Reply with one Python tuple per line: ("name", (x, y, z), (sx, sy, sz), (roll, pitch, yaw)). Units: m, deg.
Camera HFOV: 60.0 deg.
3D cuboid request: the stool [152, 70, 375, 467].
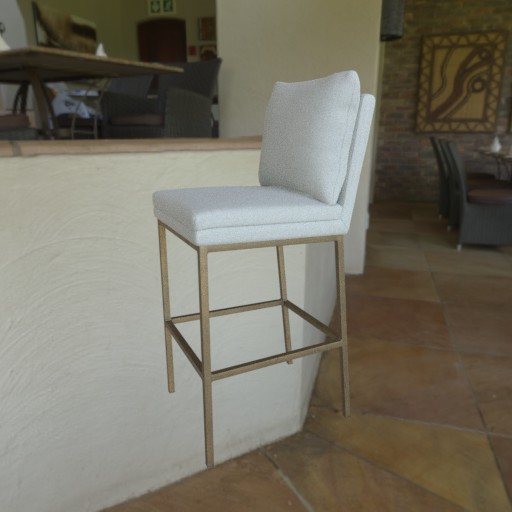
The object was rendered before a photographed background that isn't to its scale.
("stool", (0.000, 0.000, 1.471), (0.572, 1.125, 0.463), (-8, 18, -25))
